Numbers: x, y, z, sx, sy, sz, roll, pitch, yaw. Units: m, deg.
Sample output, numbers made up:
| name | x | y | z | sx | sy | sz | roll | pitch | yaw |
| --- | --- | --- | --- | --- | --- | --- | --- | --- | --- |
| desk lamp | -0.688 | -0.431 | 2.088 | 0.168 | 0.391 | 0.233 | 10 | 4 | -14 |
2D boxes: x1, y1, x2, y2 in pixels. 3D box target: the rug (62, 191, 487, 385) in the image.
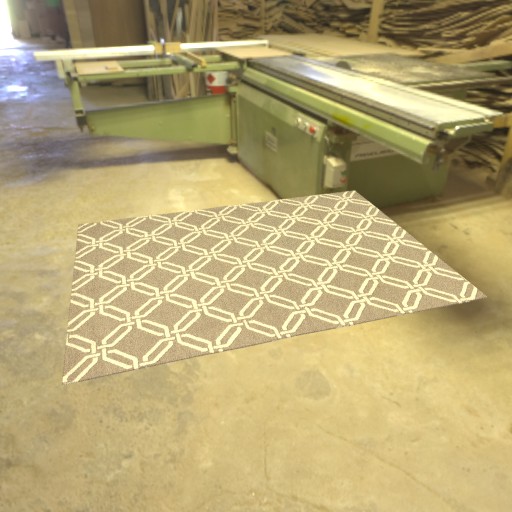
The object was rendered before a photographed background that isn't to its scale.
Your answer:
| name | x | y | z | sx | sy | sz | roll | pitch | yaw |
| --- | --- | --- | --- | --- | --- | --- | --- | --- | --- |
| rug | 0.000 | 0.000 | 4.361 | 3.419 | 0.020 | 2.441 | -9 | 32 | -14 |
